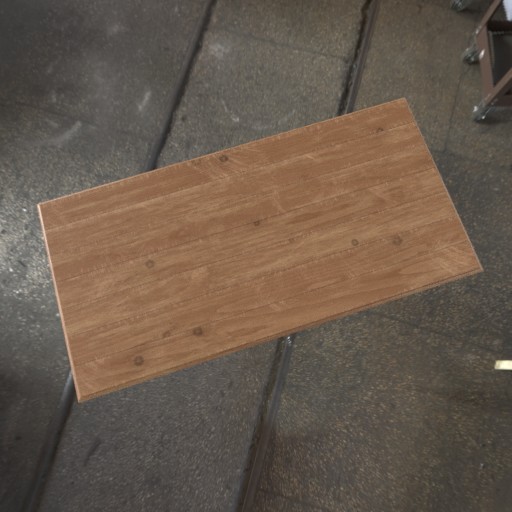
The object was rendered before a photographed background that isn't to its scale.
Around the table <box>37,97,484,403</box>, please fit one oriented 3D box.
[{"bbox_3d":[0.000,0.000,1.433,1.118,0.458,0.559,-17,77,-4],"label":"table"}]
